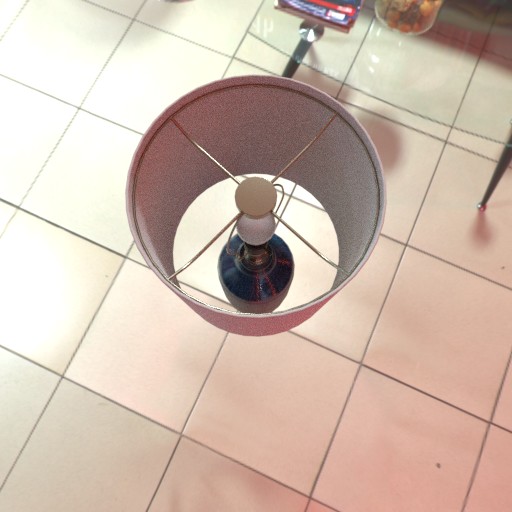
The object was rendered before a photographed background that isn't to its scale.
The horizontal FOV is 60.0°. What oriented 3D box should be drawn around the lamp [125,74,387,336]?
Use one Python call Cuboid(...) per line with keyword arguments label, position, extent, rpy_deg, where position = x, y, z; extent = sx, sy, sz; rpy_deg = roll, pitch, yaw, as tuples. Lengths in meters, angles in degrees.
Cuboid(label="lamp", position=(0.000, 0.000, 0.604), extent=(0.220, 0.475, 0.220), rpy_deg=(-32, 78, -8))
